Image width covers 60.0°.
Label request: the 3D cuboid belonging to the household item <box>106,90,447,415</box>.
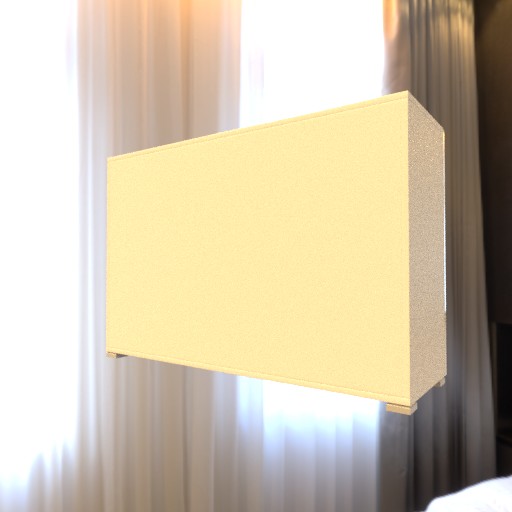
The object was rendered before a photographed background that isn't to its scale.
[{"bbox_3d":[0.000,0.000,1.730,1.300,0.867,0.420,-1,-1,35],"label":"household item"}]
